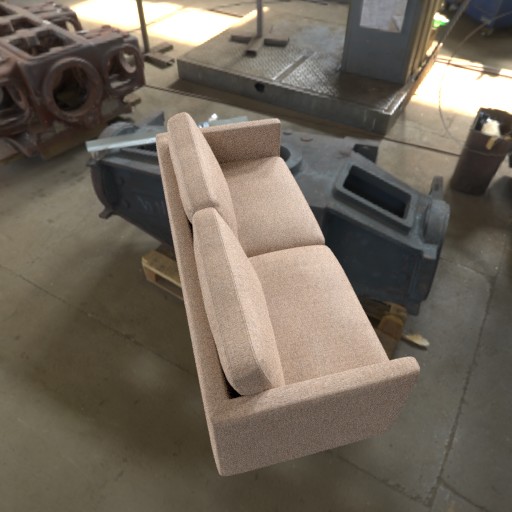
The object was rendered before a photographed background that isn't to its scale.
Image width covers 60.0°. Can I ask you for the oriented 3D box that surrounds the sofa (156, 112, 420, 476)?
[{"bbox_3d":[0.000,0.000,2.721,0.951,0.965,2.208,-11,47,-10],"label":"sofa"}]
